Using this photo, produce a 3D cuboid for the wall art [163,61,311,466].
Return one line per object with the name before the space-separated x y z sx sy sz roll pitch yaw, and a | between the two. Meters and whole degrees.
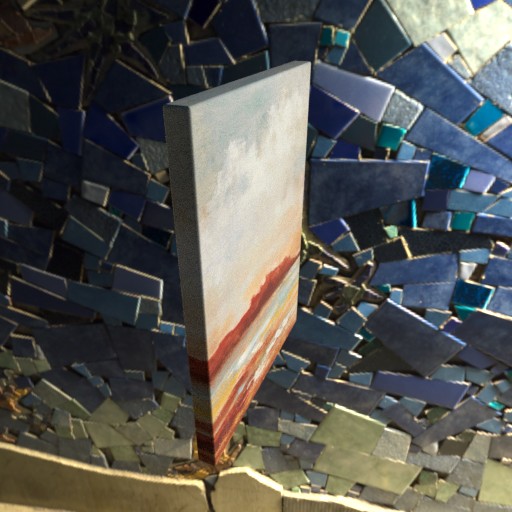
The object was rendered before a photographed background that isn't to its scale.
wall art | 0.000 0.000 0.801 0.035 0.605 0.443 12 32 20
